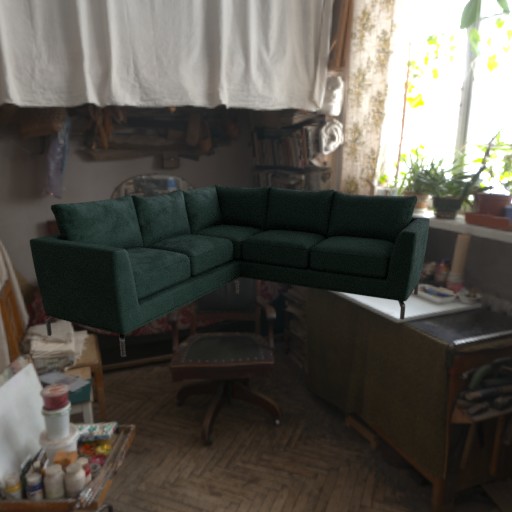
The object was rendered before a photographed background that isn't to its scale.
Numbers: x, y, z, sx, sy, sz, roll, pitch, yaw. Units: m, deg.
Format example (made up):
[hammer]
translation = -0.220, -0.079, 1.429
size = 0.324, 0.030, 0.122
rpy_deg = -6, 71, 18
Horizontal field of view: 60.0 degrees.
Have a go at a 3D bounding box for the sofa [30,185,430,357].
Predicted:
[sofa]
translation = 0.000, 0.000, 3.769
size = 2.452, 1.004, 2.468
rpy_deg = 7, 15, 27
